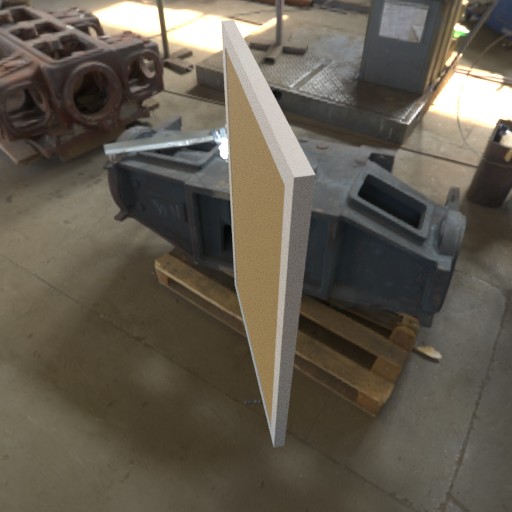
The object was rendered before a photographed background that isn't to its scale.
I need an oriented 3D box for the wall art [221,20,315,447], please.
[{"bbox_3d":[0.000,0.000,1.400,0.038,1.143,0.764,-9,46,-8],"label":"wall art"}]
